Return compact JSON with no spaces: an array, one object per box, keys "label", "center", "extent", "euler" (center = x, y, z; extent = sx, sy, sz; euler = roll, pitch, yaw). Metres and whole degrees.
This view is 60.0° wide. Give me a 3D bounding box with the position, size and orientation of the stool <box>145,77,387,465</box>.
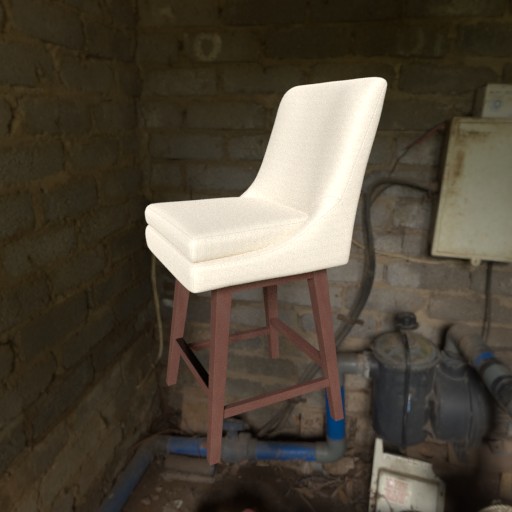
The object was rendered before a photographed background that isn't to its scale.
[{"label":"stool","center":[0.000,0.000,1.329],"extent":[0.559,0.991,0.483],"euler":[-8,19,-25]}]
